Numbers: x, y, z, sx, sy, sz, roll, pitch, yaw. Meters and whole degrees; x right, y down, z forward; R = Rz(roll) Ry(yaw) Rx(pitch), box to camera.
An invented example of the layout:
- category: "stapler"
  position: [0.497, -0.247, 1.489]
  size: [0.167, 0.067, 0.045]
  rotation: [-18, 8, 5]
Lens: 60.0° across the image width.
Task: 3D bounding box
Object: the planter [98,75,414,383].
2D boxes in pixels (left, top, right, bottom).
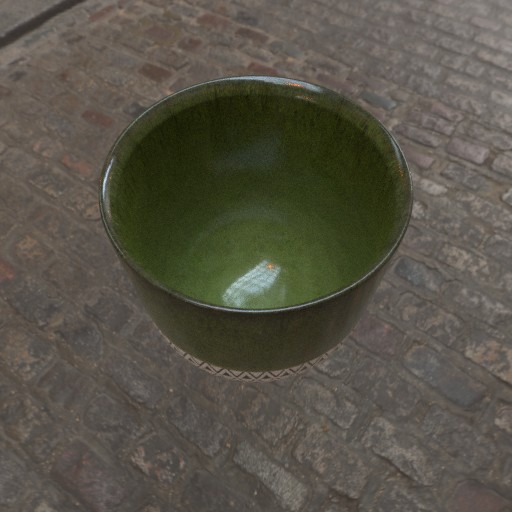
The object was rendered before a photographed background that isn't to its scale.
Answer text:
- category: "planter"
  position: [0.000, 0.000, 0.492]
  size: [0.266, 0.270, 0.266]
  rotation: [0, 58, 0]
